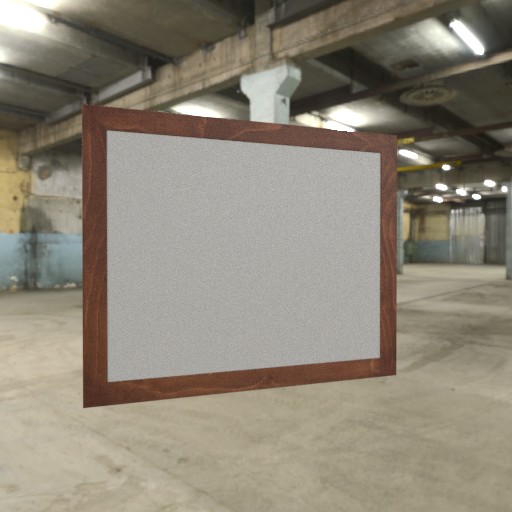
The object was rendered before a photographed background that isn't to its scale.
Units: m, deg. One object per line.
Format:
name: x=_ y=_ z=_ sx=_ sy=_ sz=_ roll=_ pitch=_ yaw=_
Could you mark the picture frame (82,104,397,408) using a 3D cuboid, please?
picture frame: x=0.000 y=0.000 z=0.768 sx=0.559 sy=0.457 sz=0.025 roll=0 pitch=1 yaw=-19
